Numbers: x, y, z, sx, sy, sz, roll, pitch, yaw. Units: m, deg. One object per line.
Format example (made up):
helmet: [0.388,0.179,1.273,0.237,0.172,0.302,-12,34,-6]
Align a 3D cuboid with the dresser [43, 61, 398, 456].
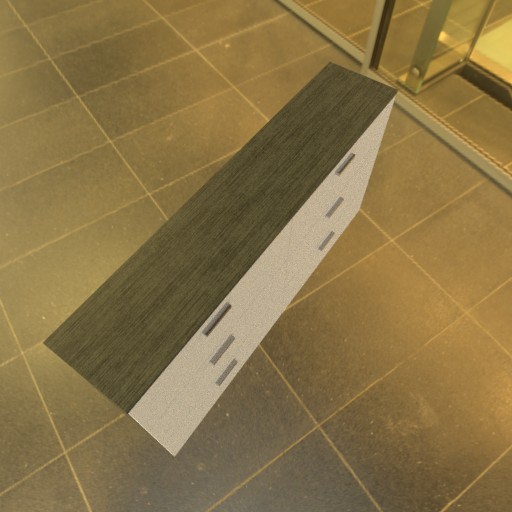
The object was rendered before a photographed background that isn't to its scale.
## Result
dresser: [0.000,0.000,1.824,0.333,0.790,1.535,31,63,18]
